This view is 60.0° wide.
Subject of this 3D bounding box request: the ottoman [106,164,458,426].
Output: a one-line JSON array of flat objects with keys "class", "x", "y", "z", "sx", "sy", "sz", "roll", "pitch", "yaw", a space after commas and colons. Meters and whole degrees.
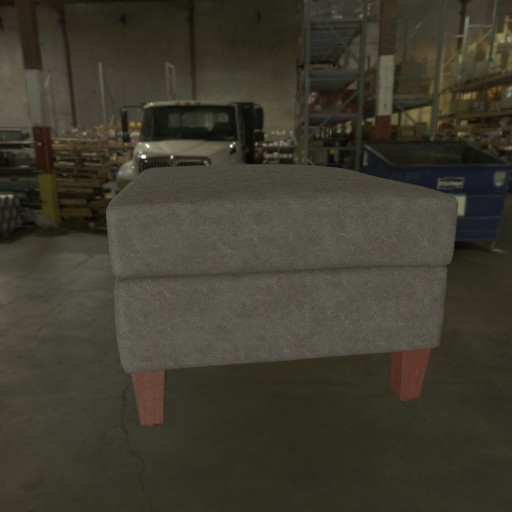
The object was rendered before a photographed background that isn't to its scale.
[{"class": "ottoman", "x": 0.000, "y": 0.000, "z": 1.194, "sx": 0.639, "sy": 0.464, "sz": 0.839, "roll": -2, "pitch": 15, "yaw": -9}]
